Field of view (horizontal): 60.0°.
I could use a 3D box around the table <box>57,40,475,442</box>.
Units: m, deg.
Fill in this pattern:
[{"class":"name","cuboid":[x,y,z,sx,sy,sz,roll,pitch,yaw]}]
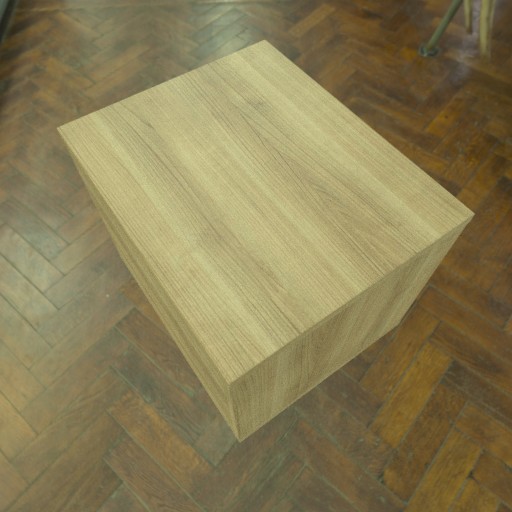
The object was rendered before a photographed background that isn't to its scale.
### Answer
[{"class":"table","cuboid":[0.000,0.000,0.787,0.380,0.460,0.445,-31,63,-18]}]
